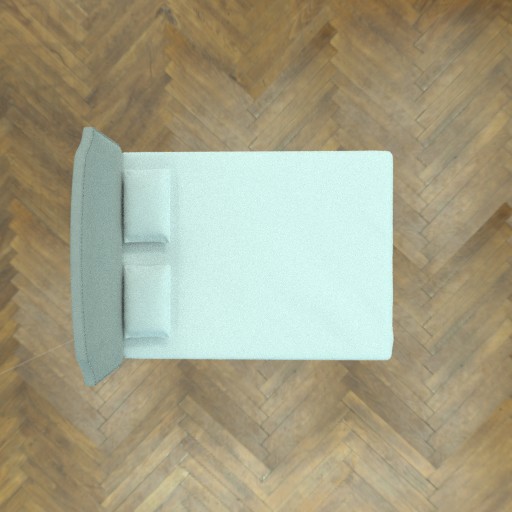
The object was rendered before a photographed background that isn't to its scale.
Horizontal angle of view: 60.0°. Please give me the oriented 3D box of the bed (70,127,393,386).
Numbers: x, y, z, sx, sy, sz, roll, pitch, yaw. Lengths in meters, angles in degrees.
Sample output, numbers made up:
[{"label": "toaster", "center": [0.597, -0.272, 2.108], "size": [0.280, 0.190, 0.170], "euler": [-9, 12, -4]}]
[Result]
[{"label": "bed", "center": [0.000, 0.000, 3.013], "size": [1.999, 1.270, 1.558], "euler": [0, 91, 2]}]
